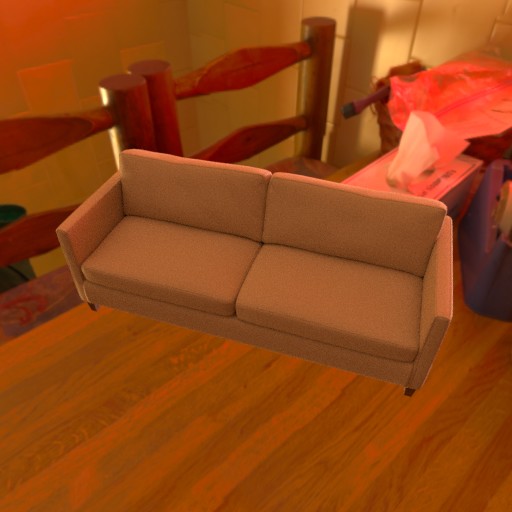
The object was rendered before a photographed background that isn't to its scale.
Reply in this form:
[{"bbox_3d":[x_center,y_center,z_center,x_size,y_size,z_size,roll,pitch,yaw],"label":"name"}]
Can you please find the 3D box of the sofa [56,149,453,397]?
[{"bbox_3d":[0.000,0.000,2.965,2.361,0.968,0.951,12,43,13],"label":"sofa"}]
